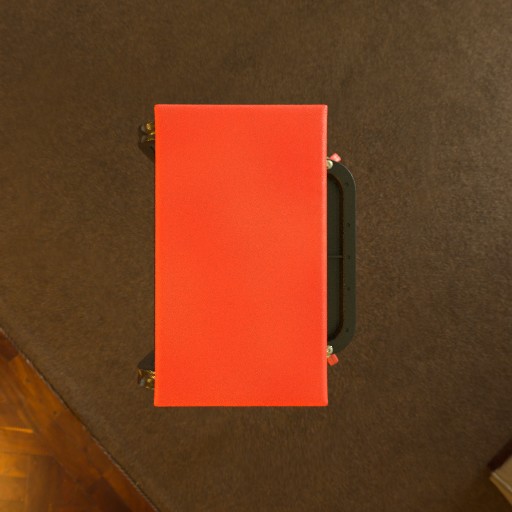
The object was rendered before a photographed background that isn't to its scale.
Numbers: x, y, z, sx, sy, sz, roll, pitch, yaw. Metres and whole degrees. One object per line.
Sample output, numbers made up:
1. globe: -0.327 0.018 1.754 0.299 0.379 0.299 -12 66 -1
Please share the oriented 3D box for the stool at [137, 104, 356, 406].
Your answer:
1. stool: 0.000 0.000 0.724 0.371 0.380 0.446 0 90 0
